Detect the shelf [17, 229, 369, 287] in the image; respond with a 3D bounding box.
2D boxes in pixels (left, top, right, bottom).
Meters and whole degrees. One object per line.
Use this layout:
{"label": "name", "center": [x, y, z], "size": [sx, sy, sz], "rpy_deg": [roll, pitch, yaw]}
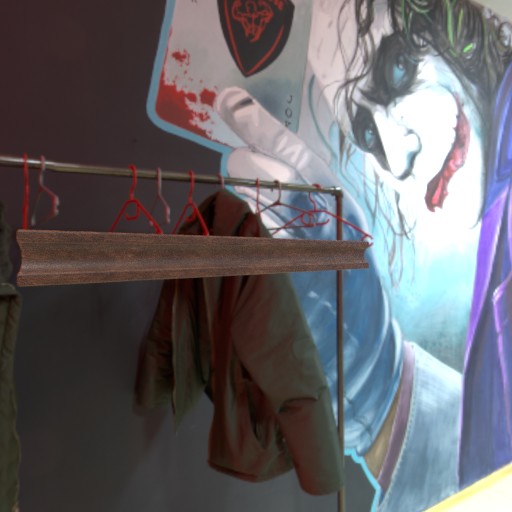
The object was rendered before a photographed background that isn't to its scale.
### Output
{"label": "shelf", "center": [0.000, 0.000, 0.419], "size": [0.296, 0.035, 0.296], "rpy_deg": [0, 1, -1]}
